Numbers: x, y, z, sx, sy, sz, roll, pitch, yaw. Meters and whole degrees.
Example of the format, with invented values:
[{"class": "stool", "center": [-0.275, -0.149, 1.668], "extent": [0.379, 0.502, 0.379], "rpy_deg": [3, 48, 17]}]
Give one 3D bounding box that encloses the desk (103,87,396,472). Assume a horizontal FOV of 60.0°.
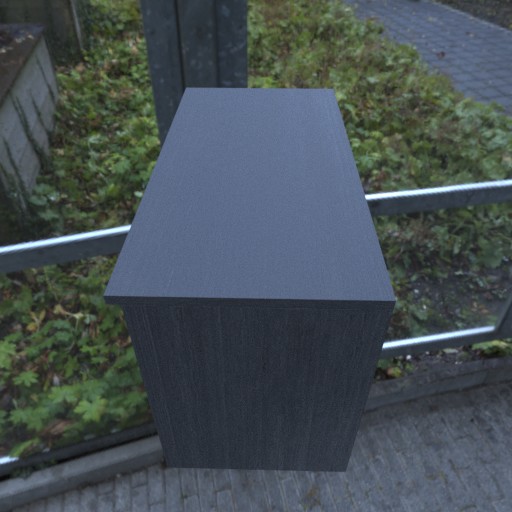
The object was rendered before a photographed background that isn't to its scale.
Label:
[{"class": "desk", "center": [0.000, 0.000, 1.496], "extent": [0.557, 0.729, 1.099], "rpy_deg": [1, 41, 1]}]
